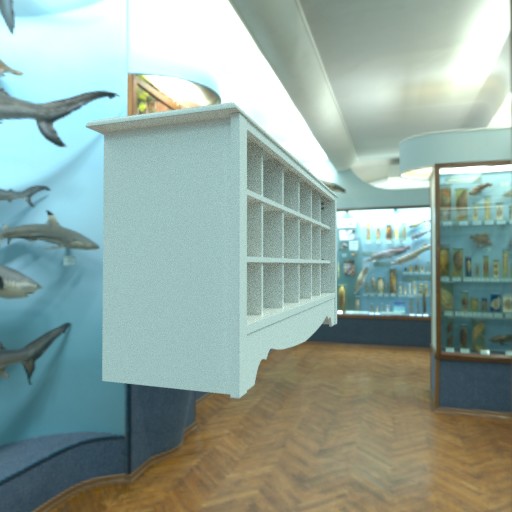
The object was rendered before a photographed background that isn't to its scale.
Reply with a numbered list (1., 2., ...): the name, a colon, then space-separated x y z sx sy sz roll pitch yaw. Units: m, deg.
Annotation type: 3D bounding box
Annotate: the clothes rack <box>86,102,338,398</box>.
1. clothes rack: 0.000 0.000 1.354 0.324 0.531 1.120 0 -1 20
